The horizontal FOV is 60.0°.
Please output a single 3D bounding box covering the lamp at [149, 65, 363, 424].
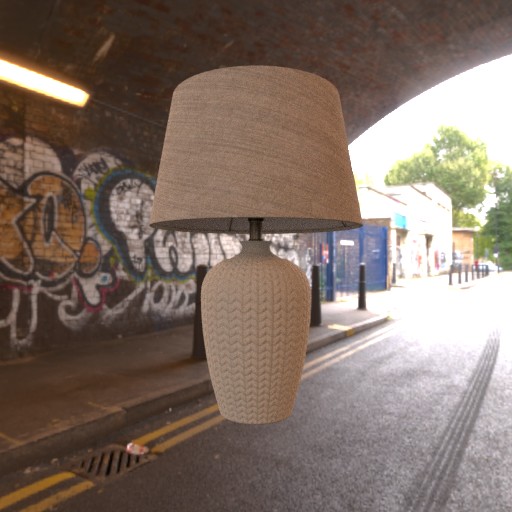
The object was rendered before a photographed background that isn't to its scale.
[{"bbox_3d":[0.000,0.000,0.829,0.390,0.580,0.390,0,-1,0],"label":"lamp"}]
